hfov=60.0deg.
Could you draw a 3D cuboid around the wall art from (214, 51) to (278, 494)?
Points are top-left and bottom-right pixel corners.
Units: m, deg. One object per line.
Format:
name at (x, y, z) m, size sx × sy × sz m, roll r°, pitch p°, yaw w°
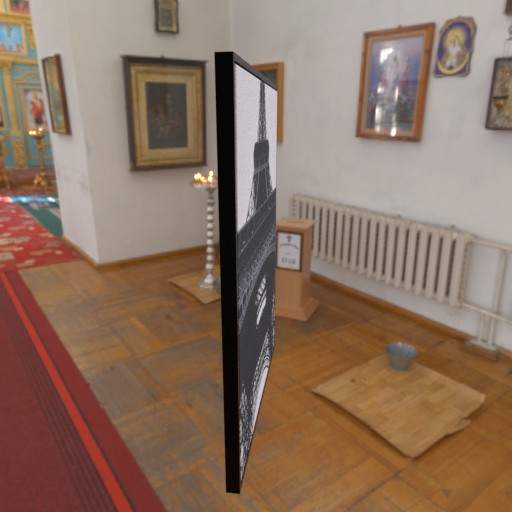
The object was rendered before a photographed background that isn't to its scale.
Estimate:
wall art at (0.000, 0.000, 1.392) m, size 0.040 × 1.062 × 0.805 m, roll 3°, pitch 17°, yaw 8°
